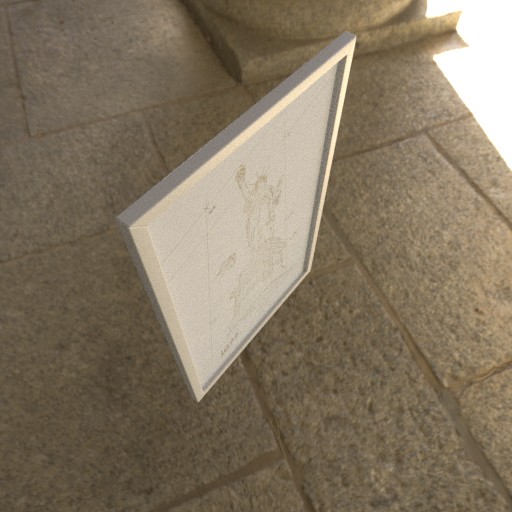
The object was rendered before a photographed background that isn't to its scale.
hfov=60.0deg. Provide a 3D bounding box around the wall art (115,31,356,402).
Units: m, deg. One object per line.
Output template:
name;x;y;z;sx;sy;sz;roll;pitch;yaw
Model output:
wall art;0.000;0.000;1.025;0.026;0.813;0.556;34;63;20
